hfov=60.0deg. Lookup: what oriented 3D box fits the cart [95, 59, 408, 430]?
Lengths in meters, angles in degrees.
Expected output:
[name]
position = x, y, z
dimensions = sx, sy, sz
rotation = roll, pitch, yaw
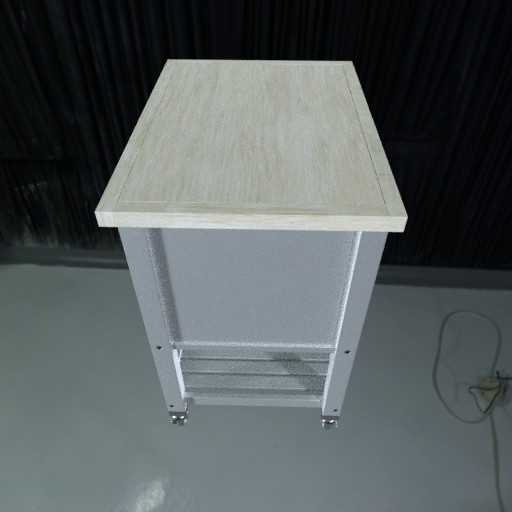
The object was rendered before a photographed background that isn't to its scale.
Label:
[cart]
position = 0.000, 0.000, 1.380
dimensions = 0.559, 0.914, 0.762
rotation = 1, 43, 1
